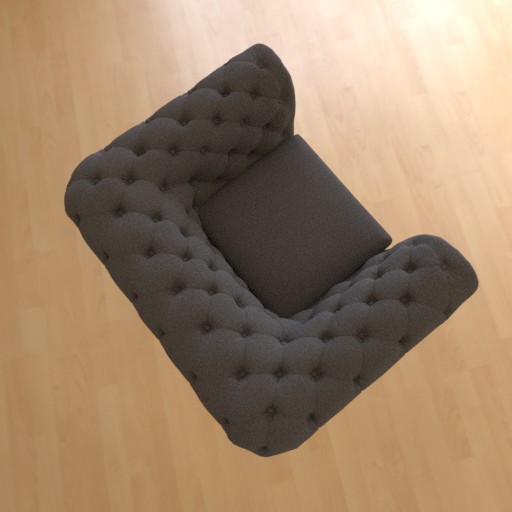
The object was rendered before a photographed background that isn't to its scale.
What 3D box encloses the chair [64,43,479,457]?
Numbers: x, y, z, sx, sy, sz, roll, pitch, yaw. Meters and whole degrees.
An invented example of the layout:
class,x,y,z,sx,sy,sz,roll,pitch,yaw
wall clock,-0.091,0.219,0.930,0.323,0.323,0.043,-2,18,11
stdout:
class,x,y,z,sx,sy,sz,roll,pitch,yaw
chair,0.000,0.000,1.840,0.976,0.770,1.270,-37,79,-9
